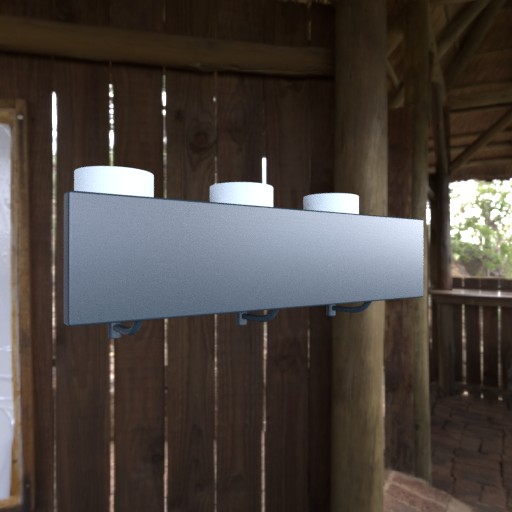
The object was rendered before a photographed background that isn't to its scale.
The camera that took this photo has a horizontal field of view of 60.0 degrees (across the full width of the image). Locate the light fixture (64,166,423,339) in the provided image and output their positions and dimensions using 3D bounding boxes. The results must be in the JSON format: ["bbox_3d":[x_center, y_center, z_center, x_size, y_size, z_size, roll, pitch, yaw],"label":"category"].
[{"bbox_3d":[0.000,0.000,0.529,0.451,0.172,0.145,0,0,-35],"label":"light fixture"}]
